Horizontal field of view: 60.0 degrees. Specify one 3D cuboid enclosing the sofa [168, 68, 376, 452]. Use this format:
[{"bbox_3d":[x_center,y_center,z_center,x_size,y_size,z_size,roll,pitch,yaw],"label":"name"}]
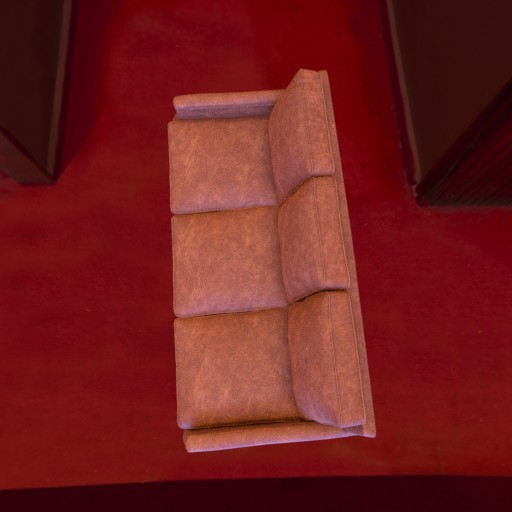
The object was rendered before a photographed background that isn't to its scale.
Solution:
[{"bbox_3d":[0.000,0.000,2.839,1.084,1.003,2.246,-4,76,-1],"label":"sofa"}]
